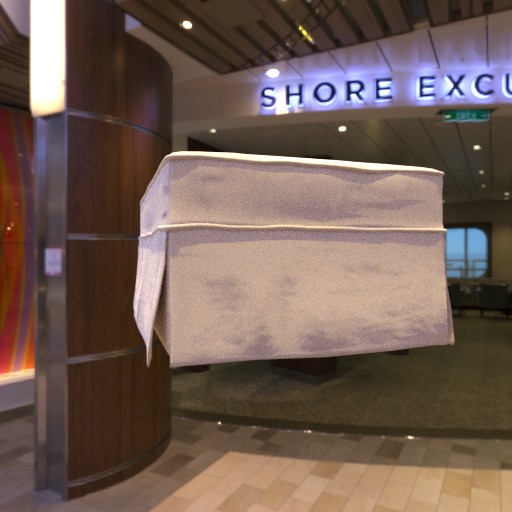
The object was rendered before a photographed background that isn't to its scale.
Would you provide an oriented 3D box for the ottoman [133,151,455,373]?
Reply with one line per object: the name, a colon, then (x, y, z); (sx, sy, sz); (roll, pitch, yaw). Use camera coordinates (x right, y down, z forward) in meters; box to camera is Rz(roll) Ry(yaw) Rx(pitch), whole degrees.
ottoman: (0.000, 0.000, 1.341); (0.703, 0.479, 0.944); (0, 0, -18)
